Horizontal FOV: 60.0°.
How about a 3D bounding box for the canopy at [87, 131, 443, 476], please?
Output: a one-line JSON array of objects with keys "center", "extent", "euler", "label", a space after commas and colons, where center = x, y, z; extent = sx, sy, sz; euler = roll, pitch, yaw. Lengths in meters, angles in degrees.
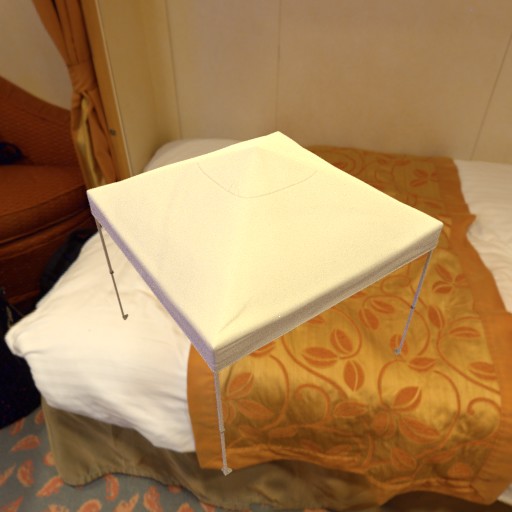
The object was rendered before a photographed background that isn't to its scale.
[{"center": [0.000, 0.000, 5.622], "extent": [2.998, 2.997, 2.996], "euler": [-25, 45, -27], "label": "canopy"}]
